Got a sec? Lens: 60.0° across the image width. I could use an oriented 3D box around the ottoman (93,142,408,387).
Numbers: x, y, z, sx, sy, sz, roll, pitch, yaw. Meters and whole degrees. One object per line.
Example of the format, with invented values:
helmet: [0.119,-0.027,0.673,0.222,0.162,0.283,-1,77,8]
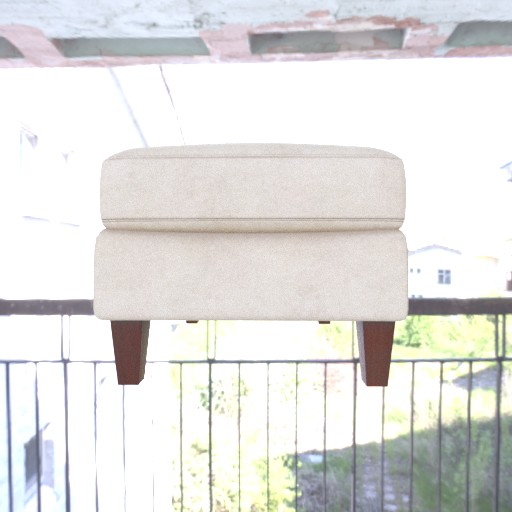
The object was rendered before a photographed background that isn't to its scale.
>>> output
ottoman: [0.000,0.000,1.216,0.584,0.483,0.864,0,0,1]
